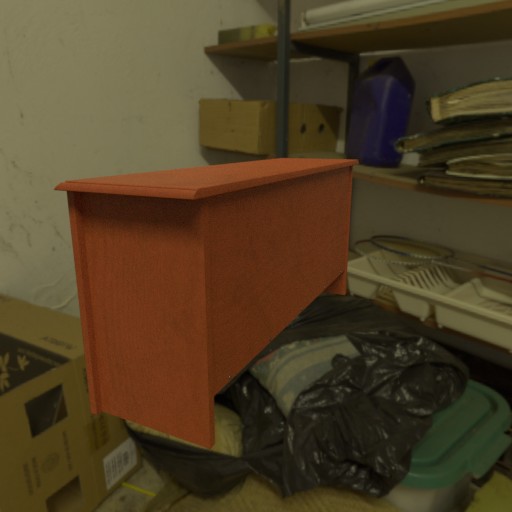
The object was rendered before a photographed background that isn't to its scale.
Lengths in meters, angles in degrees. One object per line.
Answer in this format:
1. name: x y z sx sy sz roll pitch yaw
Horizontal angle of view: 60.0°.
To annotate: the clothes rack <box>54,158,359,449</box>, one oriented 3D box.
1. clothes rack: 0.000 0.000 1.501 0.362 0.594 1.251 7 17 25
